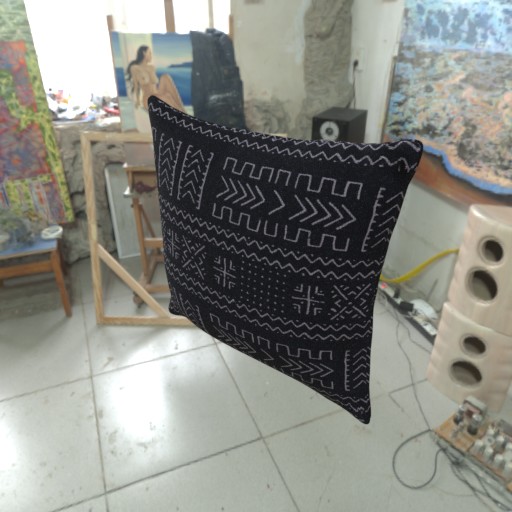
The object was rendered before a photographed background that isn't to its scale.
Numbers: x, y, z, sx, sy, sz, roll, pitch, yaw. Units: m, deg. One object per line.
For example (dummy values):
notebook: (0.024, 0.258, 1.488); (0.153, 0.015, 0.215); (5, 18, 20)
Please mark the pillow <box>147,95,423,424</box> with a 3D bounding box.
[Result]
pillow: (0.000, 0.000, 0.677); (0.438, 0.430, 0.164); (22, 37, 32)
